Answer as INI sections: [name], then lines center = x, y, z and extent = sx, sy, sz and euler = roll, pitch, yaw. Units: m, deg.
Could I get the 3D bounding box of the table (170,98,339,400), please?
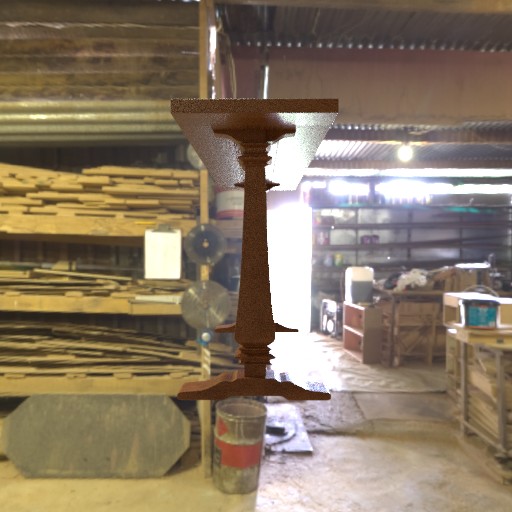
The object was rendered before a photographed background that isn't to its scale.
[table]
center = 0.000, 0.000, 1.922
extent = 0.461, 0.852, 1.478
euler = 0, 1, 1
